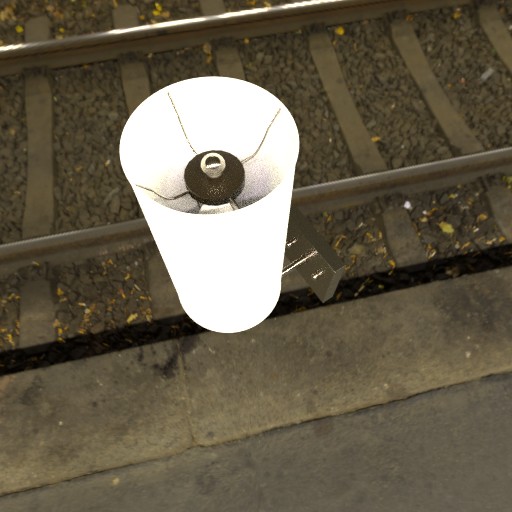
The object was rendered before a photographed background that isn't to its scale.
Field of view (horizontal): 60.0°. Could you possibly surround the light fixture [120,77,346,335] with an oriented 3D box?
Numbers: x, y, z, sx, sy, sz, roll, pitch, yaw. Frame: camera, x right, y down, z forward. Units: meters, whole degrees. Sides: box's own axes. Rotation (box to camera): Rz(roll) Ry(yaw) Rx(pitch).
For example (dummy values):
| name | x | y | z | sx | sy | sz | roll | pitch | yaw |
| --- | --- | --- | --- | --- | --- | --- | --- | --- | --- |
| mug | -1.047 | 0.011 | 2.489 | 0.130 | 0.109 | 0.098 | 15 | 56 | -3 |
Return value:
| name | x | y | z | sx | sy | sz | roll | pitch | yaw |
| --- | --- | --- | --- | --- | --- | --- | --- | --- | --- |
| light fixture | 0.000 | 0.000 | 0.534 | 0.208 | 0.462 | 0.128 | -31 | 68 | -14 |
